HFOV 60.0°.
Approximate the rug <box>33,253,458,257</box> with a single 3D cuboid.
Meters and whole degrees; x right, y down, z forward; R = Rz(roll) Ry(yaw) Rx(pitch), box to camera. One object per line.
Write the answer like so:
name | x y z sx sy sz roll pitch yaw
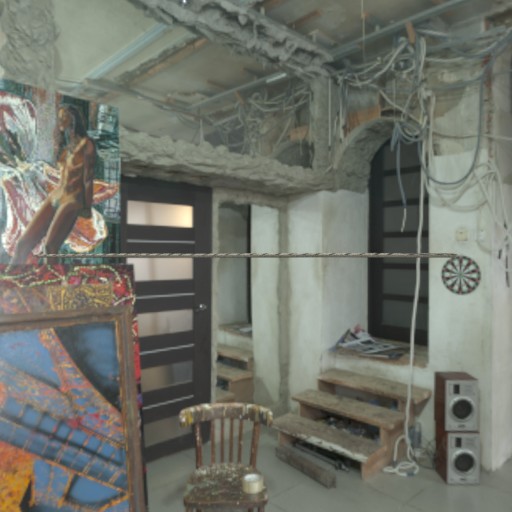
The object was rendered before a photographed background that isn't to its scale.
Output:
rug | 0.000 0.000 3.104 2.406 0.023 1.539 0 0 17
